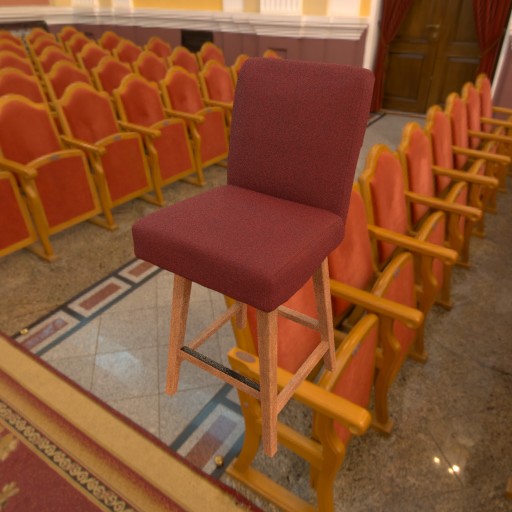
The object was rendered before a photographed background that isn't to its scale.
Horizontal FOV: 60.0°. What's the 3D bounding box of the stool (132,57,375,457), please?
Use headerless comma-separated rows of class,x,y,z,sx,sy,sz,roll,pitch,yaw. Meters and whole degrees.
stool,0.000,0.000,1.346,0.468,1.038,0.562,20,37,29
